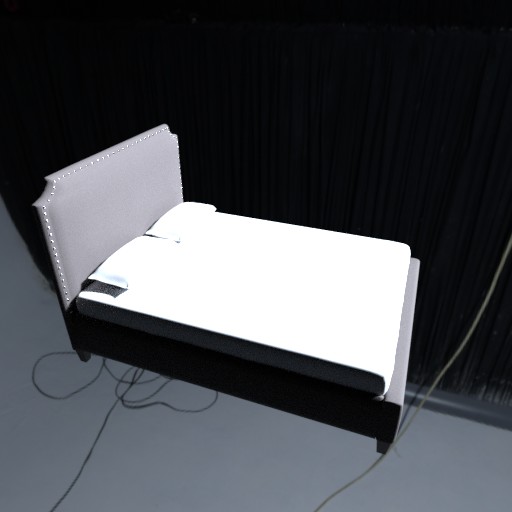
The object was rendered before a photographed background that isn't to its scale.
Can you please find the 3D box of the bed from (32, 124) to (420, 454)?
[{"bbox_3d":[0.000,0.000,3.342,2.372,1.443,1.713,11,32,18],"label":"bed"}]
